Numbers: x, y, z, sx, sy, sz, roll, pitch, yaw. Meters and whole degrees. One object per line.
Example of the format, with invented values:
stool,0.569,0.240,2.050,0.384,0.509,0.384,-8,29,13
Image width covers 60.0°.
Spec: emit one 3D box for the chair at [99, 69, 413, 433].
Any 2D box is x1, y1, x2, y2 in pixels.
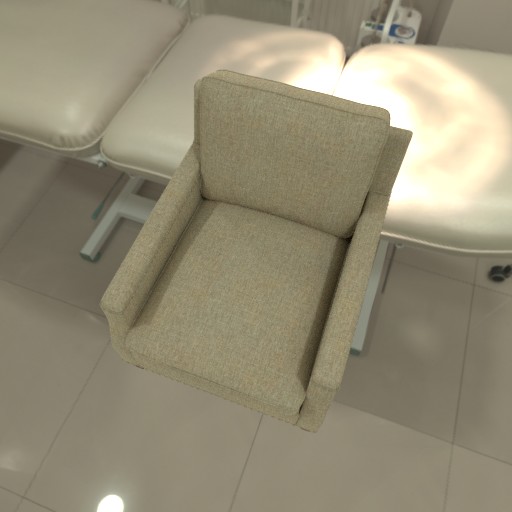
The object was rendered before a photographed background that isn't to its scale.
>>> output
chair,0.000,0.000,1.711,0.853,0.943,1.014,17,61,10
